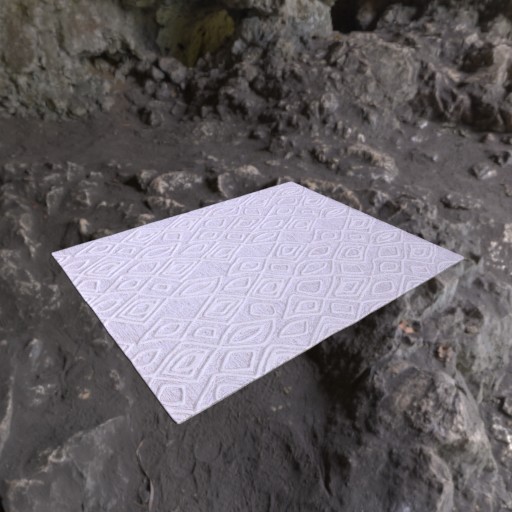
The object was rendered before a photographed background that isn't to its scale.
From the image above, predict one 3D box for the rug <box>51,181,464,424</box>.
[{"bbox_3d":[0.000,0.000,4.166,3.049,0.025,2.449,-22,37,-32],"label":"rug"}]
